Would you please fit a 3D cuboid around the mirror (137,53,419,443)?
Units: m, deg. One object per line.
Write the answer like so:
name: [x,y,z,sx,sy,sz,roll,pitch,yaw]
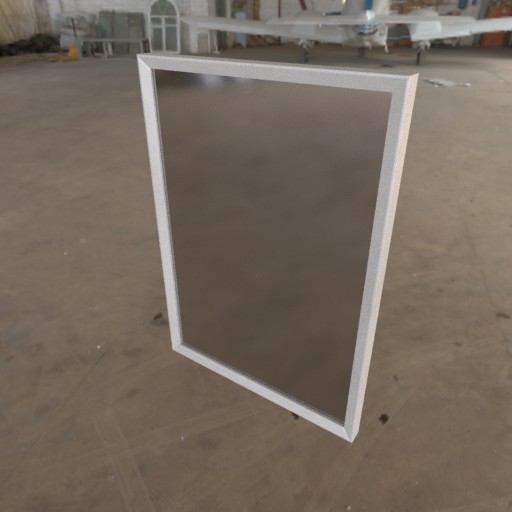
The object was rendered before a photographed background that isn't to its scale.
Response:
mirror: [0.000,0.000,0.880,0.507,0.710,0.039,19,34,29]
